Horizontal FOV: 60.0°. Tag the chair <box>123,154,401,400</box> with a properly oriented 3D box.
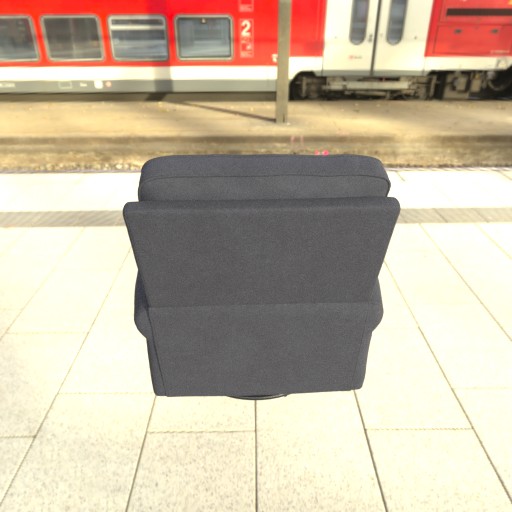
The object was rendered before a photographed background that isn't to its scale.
[{"bbox_3d":[0.000,0.000,1.687,0.890,0.961,0.878,-1,29,-2],"label":"chair"}]
